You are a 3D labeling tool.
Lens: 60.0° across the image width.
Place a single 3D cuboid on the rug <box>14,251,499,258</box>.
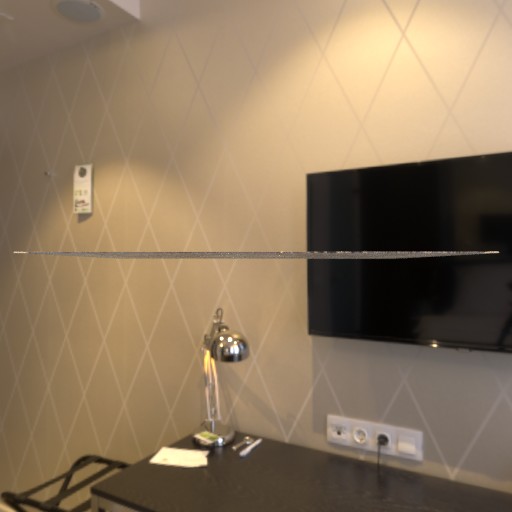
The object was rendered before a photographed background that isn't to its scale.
[{"bbox_3d":[0.000,0.000,4.168,3.422,0.015,2.143,0,-1,0],"label":"rug"}]
